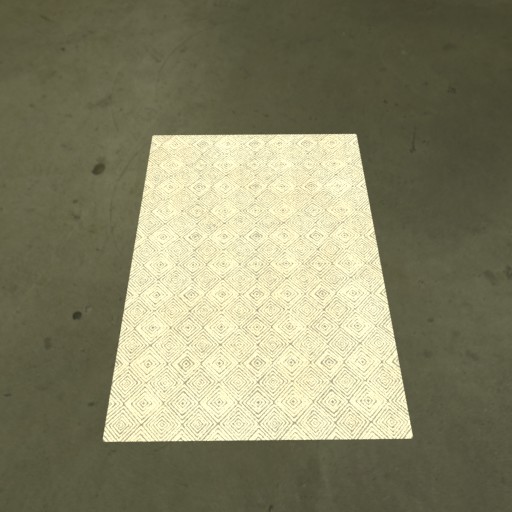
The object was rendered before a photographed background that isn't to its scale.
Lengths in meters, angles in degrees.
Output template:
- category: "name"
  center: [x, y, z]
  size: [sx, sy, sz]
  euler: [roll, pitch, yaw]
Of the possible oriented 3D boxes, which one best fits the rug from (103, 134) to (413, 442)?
- category: "rug"
  center: [0.000, 0.000, 2.872]
  size: [1.593, 0.008, 2.238]
  euler: [0, 58, 0]
